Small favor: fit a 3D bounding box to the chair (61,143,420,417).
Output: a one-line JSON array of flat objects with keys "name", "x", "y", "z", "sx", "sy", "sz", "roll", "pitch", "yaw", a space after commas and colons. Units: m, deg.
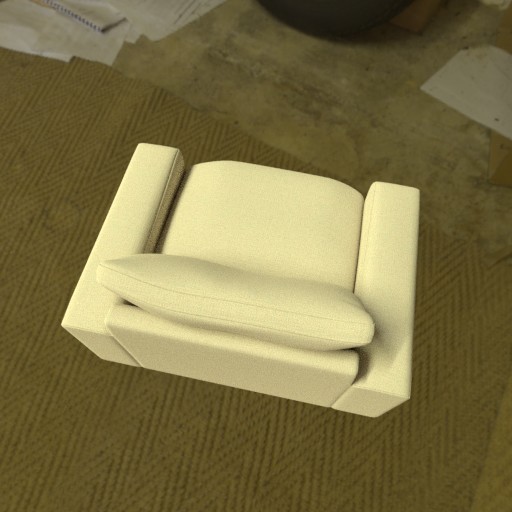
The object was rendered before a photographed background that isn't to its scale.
[{"name": "chair", "x": 0.000, "y": 0.000, "z": 2.032, "sx": 1.398, "sy": 0.915, "sz": 1.039, "roll": 11, "pitch": 63, "yaw": 5}]
